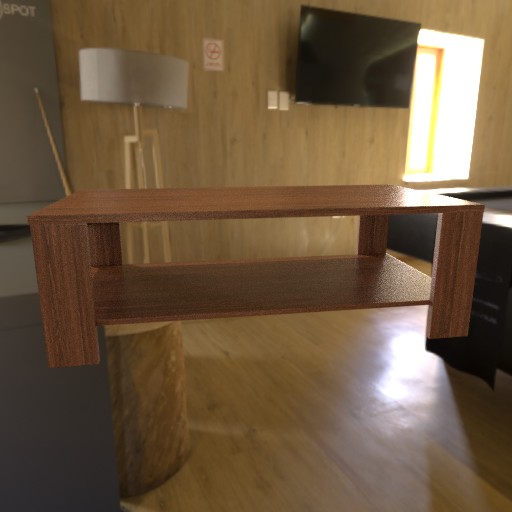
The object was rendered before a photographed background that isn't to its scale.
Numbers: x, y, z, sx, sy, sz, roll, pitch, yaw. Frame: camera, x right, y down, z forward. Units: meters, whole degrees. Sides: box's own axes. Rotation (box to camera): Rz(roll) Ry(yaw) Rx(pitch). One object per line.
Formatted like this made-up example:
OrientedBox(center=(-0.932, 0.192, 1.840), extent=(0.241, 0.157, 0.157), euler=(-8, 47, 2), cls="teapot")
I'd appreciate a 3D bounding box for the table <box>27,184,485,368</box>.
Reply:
OrientedBox(center=(0.000, 0.000, 1.481), extent=(1.200, 0.400, 0.600), euler=(-2, 15, -9), cls="table")
